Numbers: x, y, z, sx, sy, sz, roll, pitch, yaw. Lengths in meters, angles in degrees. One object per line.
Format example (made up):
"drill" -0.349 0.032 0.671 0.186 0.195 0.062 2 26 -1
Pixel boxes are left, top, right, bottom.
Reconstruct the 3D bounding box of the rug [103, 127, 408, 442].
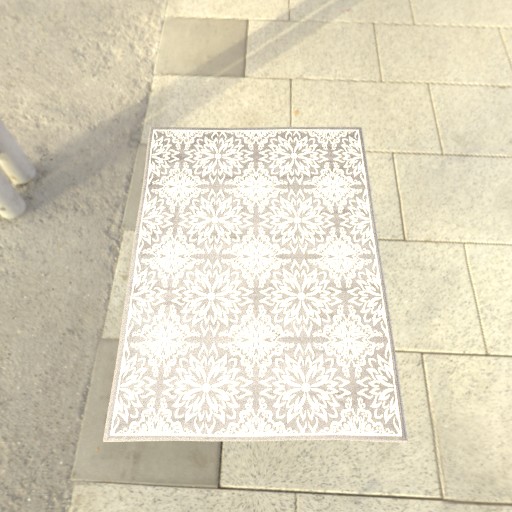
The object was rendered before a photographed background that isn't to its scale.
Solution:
"rug" 0.000 0.000 2.848 1.608 0.014 2.213 0 62 0
